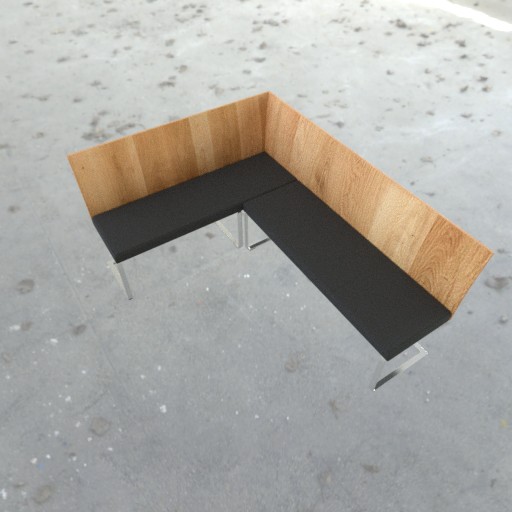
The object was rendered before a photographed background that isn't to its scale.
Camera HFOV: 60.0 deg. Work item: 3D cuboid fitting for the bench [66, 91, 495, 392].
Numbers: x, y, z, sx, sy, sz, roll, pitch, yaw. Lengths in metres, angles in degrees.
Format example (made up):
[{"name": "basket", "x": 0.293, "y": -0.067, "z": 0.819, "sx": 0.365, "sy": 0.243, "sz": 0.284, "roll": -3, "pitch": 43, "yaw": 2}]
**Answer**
[{"name": "bench", "x": 0.000, "y": 0.000, "z": 2.764, "sx": 1.495, "sy": 0.930, "sz": 1.945, "roll": -26, "pitch": 52, "yaw": -22}]
